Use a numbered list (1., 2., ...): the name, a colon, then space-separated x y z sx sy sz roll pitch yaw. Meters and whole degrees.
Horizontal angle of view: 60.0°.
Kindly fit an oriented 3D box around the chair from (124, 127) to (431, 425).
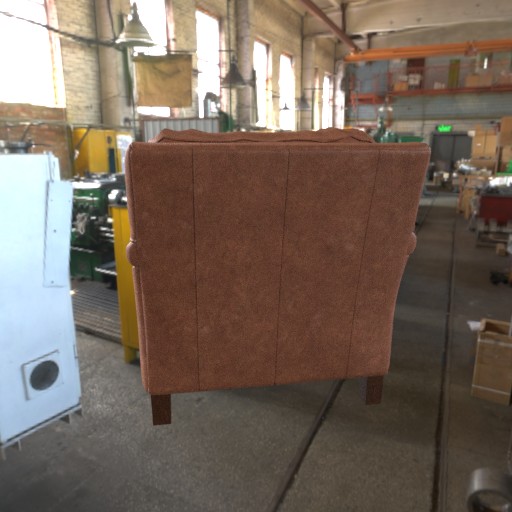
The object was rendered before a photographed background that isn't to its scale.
1. chair: 0.000 0.000 1.902 0.986 1.055 1.158 -2 14 -9
